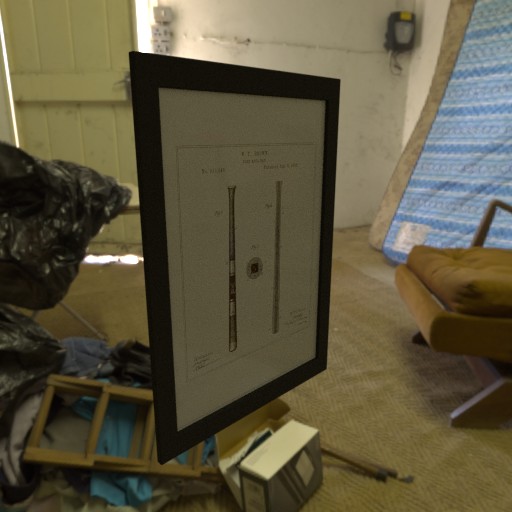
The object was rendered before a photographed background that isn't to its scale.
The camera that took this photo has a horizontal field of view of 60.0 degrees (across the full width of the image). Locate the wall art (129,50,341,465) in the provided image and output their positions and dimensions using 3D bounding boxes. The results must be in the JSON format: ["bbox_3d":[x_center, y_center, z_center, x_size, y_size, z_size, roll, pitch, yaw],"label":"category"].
[{"bbox_3d":[0.000,0.000,0.672,0.374,0.529,0.012,-15,21,-42],"label":"wall art"}]
